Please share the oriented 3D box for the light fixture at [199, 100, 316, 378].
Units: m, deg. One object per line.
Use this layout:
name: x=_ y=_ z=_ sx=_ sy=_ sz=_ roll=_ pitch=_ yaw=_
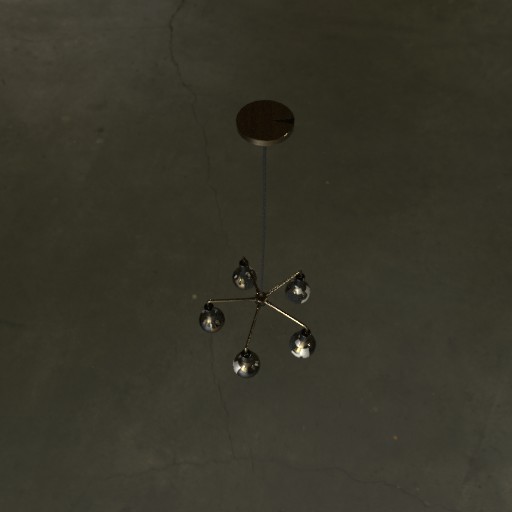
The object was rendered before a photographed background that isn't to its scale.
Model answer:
light fixture: x=0.000 y=0.000 z=1.251 sx=0.421 sy=0.988 sz=0.438 roll=-2 pitch=59 yaw=-1
